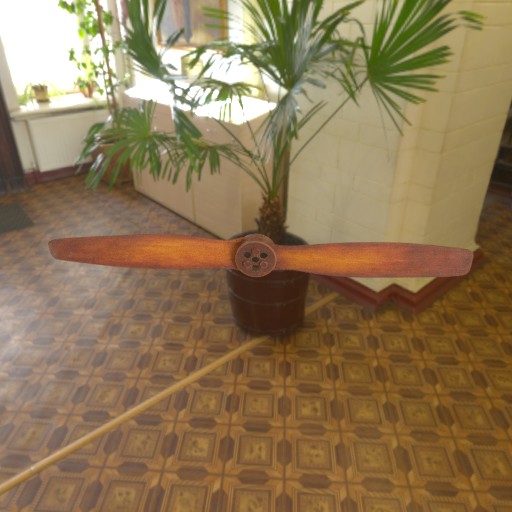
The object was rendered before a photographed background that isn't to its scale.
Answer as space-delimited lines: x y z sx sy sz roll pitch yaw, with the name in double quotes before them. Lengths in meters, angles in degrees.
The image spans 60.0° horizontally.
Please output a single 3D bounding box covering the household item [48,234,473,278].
"household item" 0.000 0.000 1.238 1.181 0.121 0.051 2 30 3
